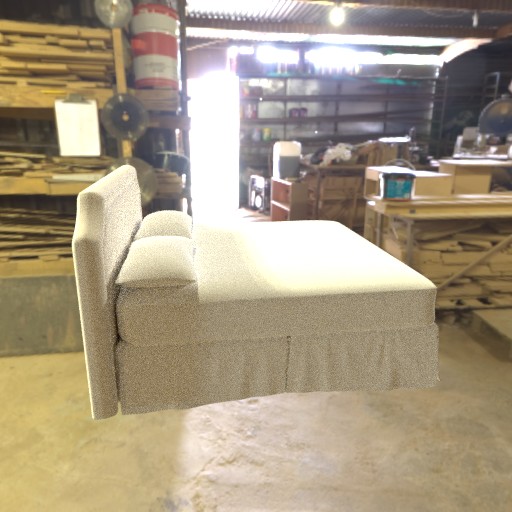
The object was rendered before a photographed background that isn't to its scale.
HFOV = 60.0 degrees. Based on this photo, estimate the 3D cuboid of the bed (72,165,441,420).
[{"bbox_3d":[0.000,0.000,3.500,2.204,1.301,2.160,-2,17,-8],"label":"bed"}]
